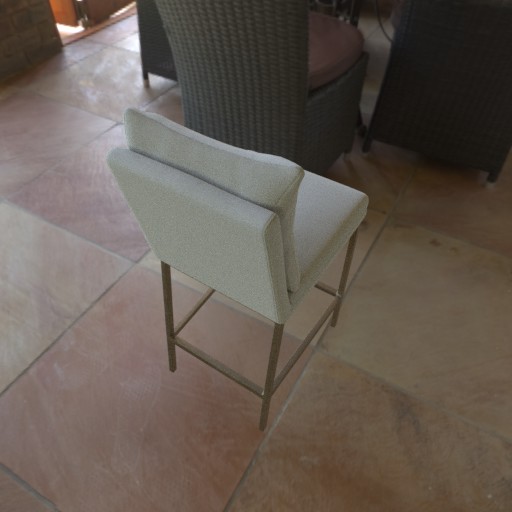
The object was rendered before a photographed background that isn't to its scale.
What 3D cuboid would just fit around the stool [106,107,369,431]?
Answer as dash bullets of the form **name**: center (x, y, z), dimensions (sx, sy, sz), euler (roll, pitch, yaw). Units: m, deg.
- **stool**: center (0.000, 0.000, 1.361), dimensions (0.463, 1.032, 0.572), euler (25, 51, 22)
